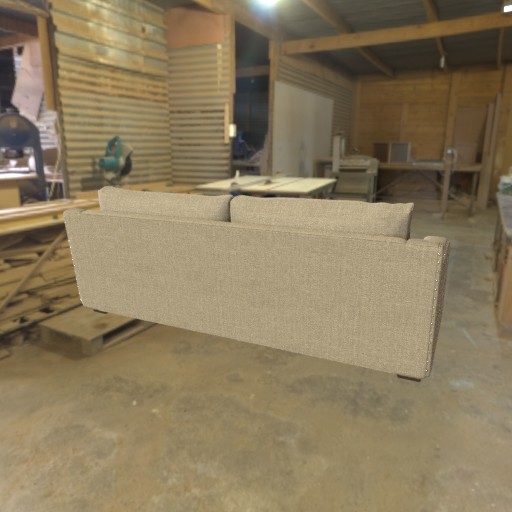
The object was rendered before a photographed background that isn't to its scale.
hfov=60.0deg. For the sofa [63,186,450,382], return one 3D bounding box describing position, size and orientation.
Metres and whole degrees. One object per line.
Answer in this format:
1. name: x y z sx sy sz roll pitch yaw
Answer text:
1. sofa: 0.000 0.000 2.805 2.208 0.857 1.000 7 16 25
